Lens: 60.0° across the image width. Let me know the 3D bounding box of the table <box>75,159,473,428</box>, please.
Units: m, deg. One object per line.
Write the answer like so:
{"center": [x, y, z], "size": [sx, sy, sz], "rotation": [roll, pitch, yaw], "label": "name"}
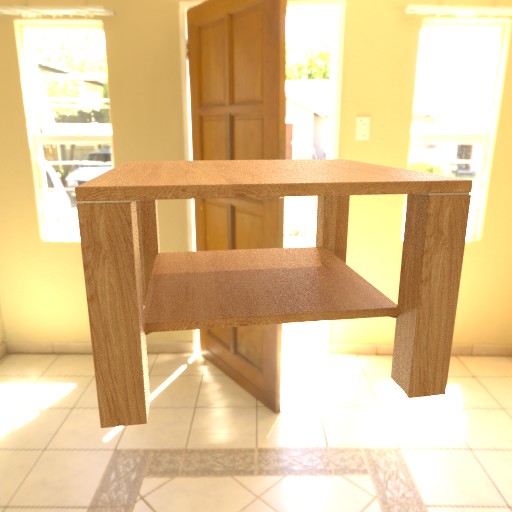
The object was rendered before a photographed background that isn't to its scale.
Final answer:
{"center": [0.000, 0.000, 1.155], "size": [0.700, 0.450, 0.700], "rotation": [-2, 16, -9], "label": "table"}
